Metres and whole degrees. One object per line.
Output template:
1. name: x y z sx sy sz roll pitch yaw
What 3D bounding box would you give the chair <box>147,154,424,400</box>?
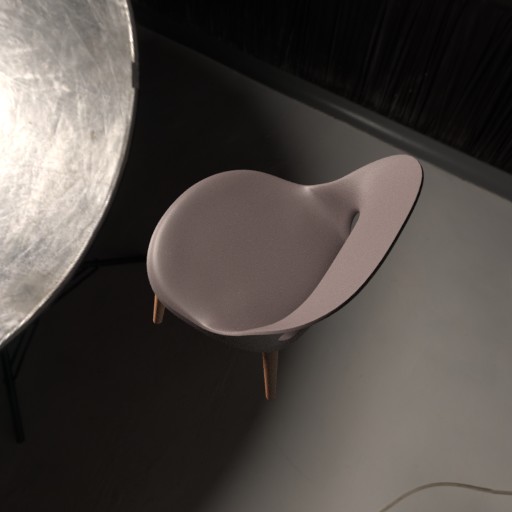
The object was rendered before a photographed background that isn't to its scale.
1. chair: 0.000 0.000 1.130 0.556 0.794 0.470 30 68 14
